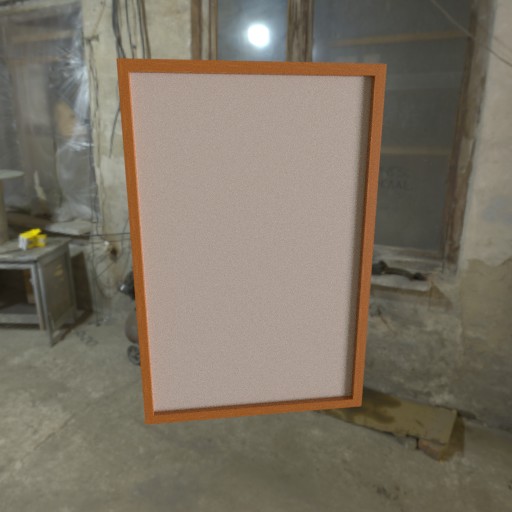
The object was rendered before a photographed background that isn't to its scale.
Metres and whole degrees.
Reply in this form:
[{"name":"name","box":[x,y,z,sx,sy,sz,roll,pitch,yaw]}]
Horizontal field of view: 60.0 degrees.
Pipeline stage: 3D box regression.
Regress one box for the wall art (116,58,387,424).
[{"name":"wall art","box":[0.000,0.000,1.132,0.610,0.916,0.037,-2,16,-8]}]
